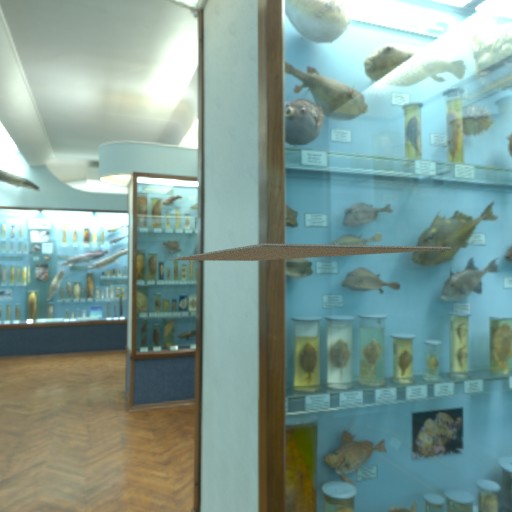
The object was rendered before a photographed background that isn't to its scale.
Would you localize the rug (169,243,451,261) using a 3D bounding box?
[{"bbox_3d":[0.000,0.000,2.703,0.767,0.012,2.430,1,-2,-18],"label":"rug"}]
